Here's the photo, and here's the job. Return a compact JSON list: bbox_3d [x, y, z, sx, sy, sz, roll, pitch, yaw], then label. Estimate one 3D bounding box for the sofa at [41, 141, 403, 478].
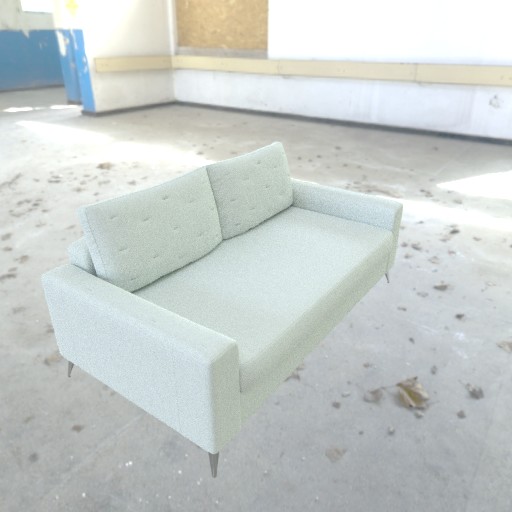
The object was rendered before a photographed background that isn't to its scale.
[{"bbox_3d":[0.000,0.000,2.140,0.920,0.790,1.650,18,32,31],"label":"sofa"}]
